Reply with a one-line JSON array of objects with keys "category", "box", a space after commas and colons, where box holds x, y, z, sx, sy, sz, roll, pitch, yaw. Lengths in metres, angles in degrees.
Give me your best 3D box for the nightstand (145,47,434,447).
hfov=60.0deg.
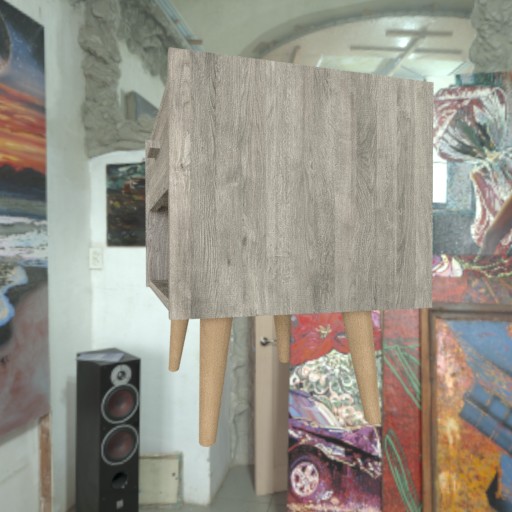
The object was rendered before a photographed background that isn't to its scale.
[{"category": "nightstand", "box": [0.000, 0.000, 0.807, 0.380, 0.500, 0.480, 0, 1, -17]}]
